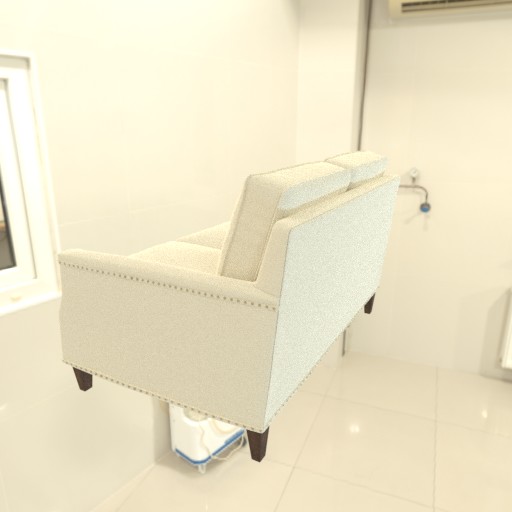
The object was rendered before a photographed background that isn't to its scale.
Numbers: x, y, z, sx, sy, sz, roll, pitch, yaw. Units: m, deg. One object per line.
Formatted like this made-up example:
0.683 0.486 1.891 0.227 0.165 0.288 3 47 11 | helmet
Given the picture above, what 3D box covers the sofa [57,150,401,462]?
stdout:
0.000 0.000 2.237 1.084 1.003 1.597 9 19 28 | sofa
